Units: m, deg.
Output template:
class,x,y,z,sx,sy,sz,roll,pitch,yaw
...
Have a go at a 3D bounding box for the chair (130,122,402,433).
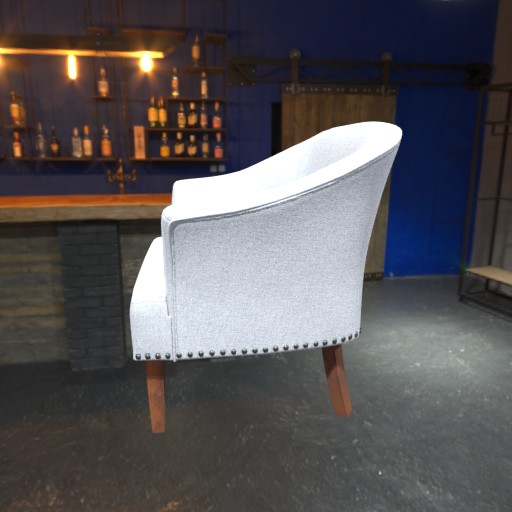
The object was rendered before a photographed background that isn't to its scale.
class,x,y,z,sx,sy,sz,roll,pitch,yaw
chair,0.000,0.000,1.403,0.704,0.815,0.798,-2,14,-8
